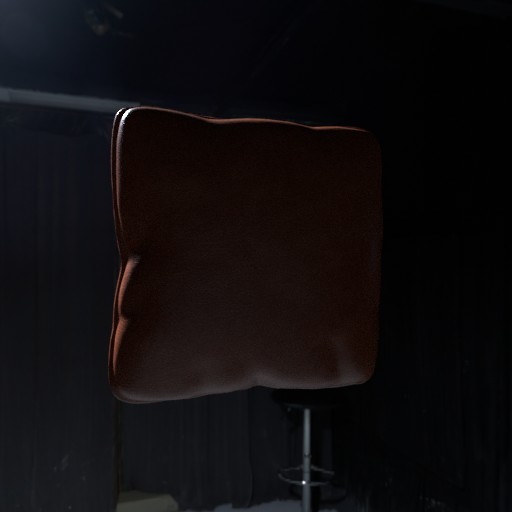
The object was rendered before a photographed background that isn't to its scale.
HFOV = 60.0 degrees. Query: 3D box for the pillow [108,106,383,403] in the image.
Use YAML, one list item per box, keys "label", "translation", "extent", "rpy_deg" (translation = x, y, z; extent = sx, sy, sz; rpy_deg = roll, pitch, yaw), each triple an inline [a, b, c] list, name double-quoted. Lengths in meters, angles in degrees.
- label: "pillow"
  translation: [0.000, 0.000, 0.842]
  extent: [0.532, 0.523, 0.236]
  rpy_deg: [0, 0, -18]
